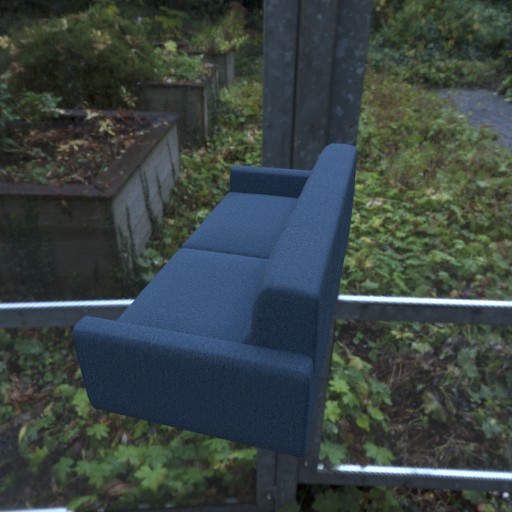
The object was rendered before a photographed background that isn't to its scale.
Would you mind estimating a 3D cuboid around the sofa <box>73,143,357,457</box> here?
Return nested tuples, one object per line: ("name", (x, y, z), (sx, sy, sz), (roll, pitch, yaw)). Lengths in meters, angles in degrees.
("sofa", (0.000, 0.000, 2.518), (0.942, 0.884, 2.055), (8, 31, 13))
